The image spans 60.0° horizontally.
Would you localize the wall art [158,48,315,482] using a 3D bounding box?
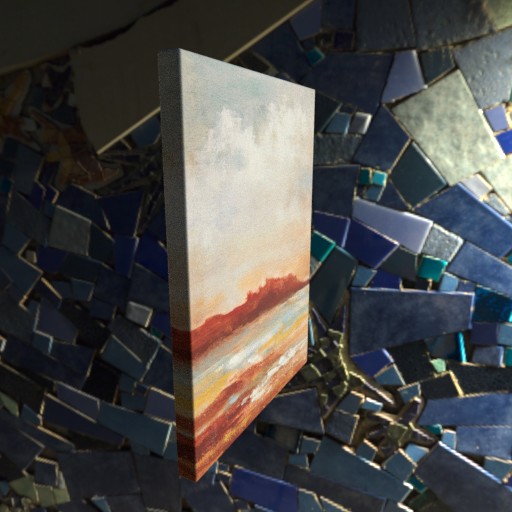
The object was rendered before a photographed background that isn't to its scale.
[{"bbox_3d":[0.000,0.000,0.791,0.035,0.605,0.443,7,16,28],"label":"wall art"}]
